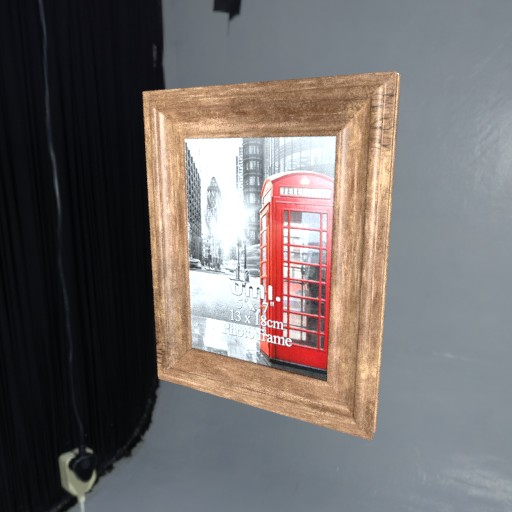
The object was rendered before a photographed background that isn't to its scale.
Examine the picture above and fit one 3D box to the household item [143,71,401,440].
[{"bbox_3d":[0.000,0.000,0.324,0.186,0.237,0.018,7,15,27],"label":"household item"}]
